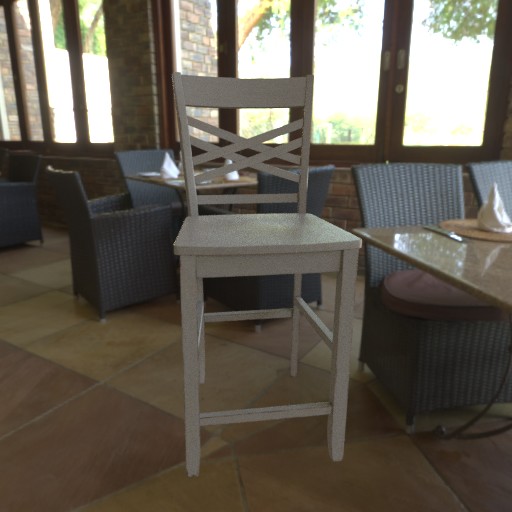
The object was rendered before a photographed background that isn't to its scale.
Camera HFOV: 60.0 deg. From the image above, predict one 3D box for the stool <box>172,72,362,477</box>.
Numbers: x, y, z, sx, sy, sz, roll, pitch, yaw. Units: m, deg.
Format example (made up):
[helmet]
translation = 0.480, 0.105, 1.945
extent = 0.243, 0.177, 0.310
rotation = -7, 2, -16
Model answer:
[stool]
translation = 0.000, 0.000, 1.328
extent = 0.462, 1.079, 0.539
rotation = -2, 15, -8
